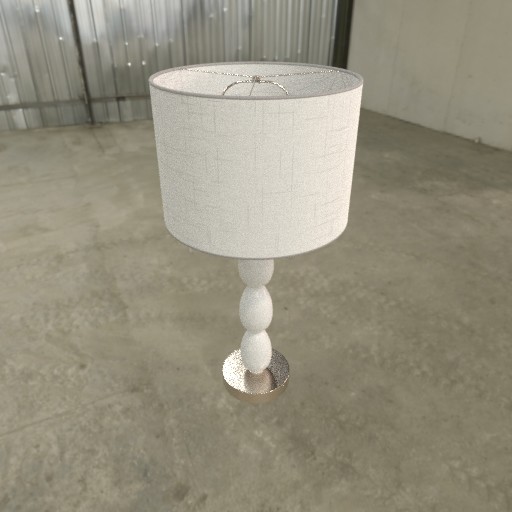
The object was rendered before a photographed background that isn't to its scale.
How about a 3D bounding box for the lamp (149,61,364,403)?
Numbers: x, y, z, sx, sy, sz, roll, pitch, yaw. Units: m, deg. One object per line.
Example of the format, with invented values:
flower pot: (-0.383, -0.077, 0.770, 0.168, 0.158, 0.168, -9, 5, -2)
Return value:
lamp: (0.000, 0.000, 0.733, 0.282, 0.559, 0.280, 2, 31, 3)
